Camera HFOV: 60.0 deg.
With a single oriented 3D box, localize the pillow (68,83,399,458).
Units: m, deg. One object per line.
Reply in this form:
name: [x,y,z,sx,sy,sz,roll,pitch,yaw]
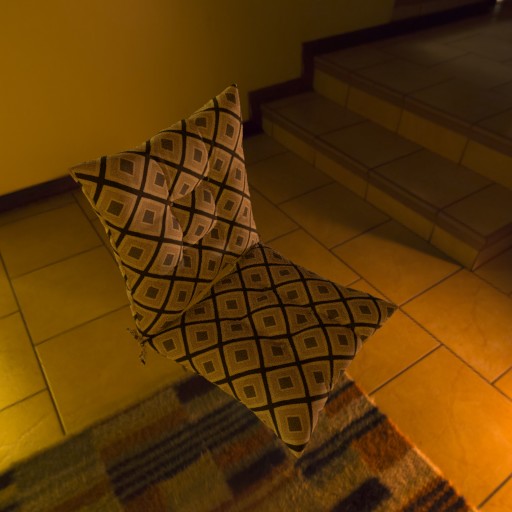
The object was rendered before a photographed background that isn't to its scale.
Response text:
pillow: [0.000,0.000,1.025,0.585,0.536,0.541,26,48,26]
